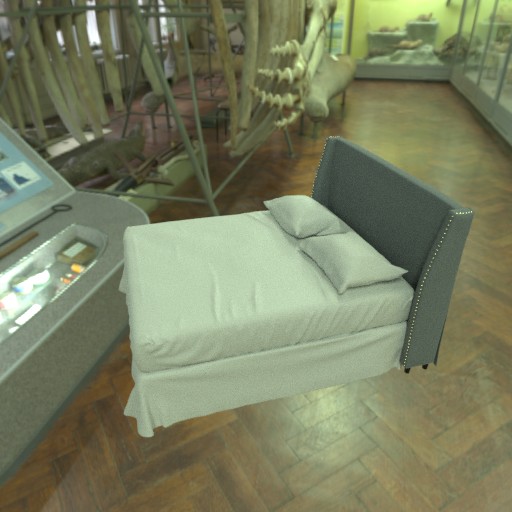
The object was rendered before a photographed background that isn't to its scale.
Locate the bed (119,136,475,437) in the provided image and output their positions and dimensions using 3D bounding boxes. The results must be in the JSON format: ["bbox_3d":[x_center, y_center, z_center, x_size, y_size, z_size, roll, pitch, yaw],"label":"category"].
[{"bbox_3d":[0.000,0.000,3.544,2.276,1.332,1.925,-8,31,-14],"label":"bed"}]
